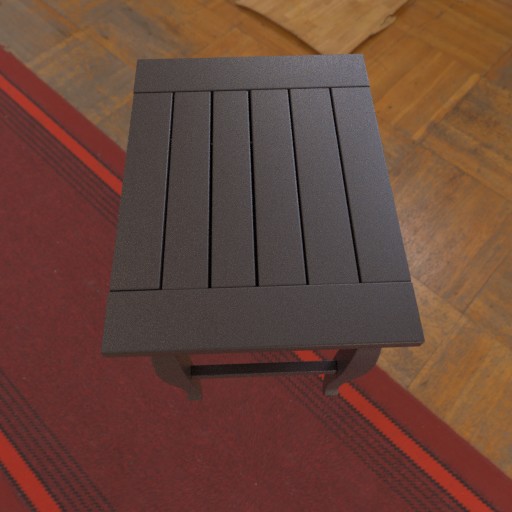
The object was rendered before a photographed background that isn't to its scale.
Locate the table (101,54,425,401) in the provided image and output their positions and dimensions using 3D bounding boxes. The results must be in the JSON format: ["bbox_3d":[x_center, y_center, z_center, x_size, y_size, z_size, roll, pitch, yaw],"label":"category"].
[{"bbox_3d":[0.000,0.000,1.030,0.460,0.605,0.602,-2,63,-1],"label":"table"}]
